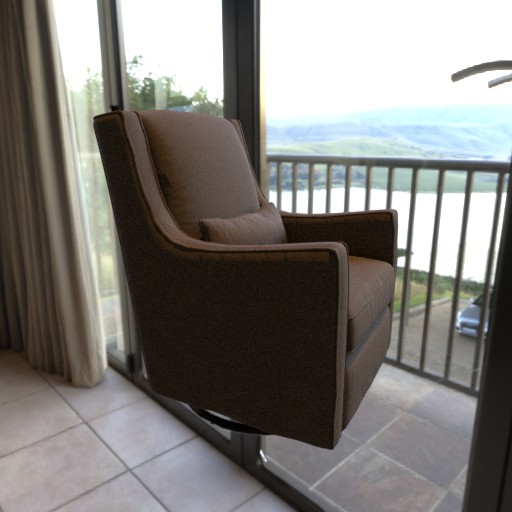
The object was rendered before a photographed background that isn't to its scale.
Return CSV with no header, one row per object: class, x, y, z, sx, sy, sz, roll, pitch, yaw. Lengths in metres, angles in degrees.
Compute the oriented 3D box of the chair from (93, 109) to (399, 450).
chair,0.000,0.000,1.561,0.879,0.993,0.732,8,16,27
